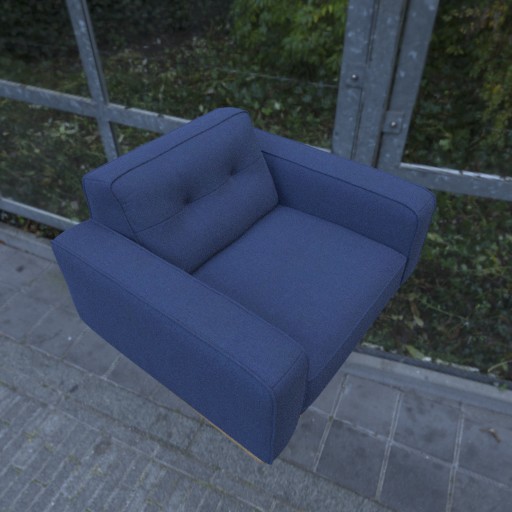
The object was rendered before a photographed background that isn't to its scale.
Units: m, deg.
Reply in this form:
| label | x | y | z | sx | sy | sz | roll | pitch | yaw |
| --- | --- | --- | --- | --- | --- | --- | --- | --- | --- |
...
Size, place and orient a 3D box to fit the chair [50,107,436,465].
| label | x | y | z | sx | sy | sz | roll | pitch | yaw |
| --- | --- | --- | --- | --- | --- | --- | --- | --- | --- |
| chair | 0.000 | 0.000 | 1.708 | 0.953 | 0.783 | 1.118 | 27 | 48 | 27 |
